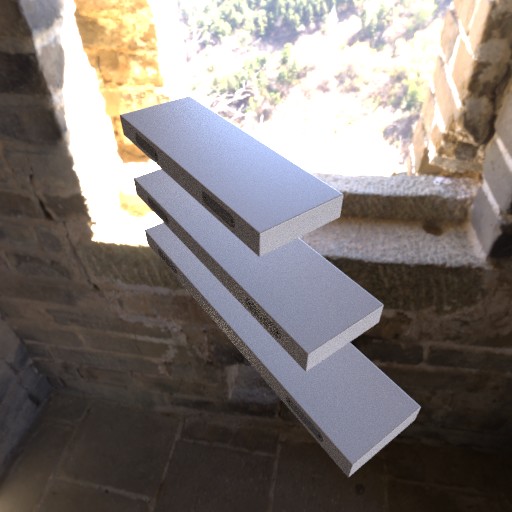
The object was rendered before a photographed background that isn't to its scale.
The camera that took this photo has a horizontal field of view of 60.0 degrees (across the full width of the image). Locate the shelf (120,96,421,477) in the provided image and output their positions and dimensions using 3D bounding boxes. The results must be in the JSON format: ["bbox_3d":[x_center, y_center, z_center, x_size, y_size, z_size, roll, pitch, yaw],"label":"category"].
[{"bbox_3d":[0.000,0.000,0.716,0.140,0.293,0.610,-26,48,-26],"label":"shelf"}]
